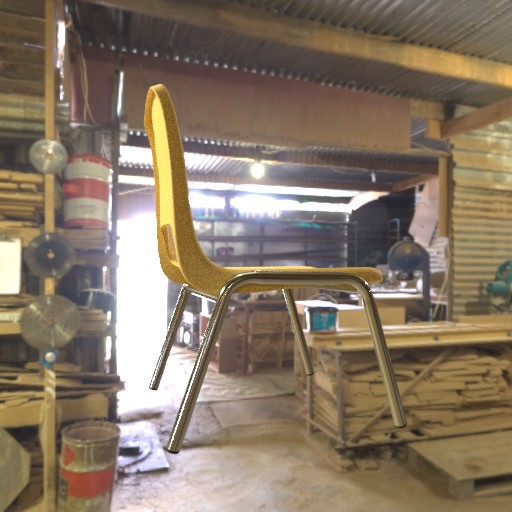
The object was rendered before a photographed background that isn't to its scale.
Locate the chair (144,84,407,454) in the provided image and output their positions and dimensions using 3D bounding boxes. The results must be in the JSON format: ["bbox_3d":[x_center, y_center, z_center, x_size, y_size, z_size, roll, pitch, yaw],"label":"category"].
[{"bbox_3d":[0.000,0.000,0.798,0.385,0.536,0.354,0,-1,-18],"label":"chair"}]
